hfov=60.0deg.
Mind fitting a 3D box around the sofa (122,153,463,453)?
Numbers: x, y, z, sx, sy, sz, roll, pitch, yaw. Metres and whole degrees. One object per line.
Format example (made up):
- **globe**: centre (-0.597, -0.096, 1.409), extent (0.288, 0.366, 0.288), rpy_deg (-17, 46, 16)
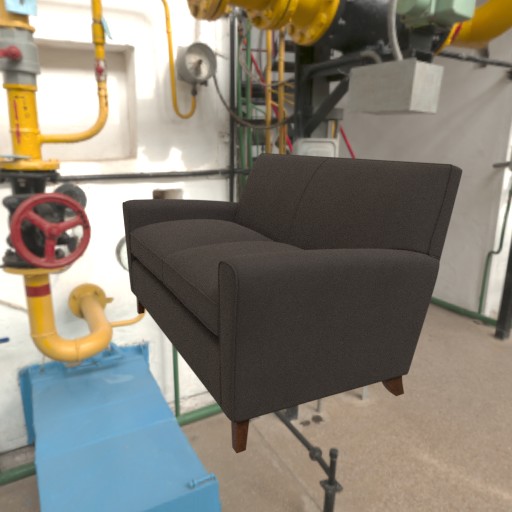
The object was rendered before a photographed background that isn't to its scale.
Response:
- **sofa**: centre (0.000, 0.000, 1.973), extent (0.871, 0.846, 1.420), rpy_deg (-8, 17, -27)
